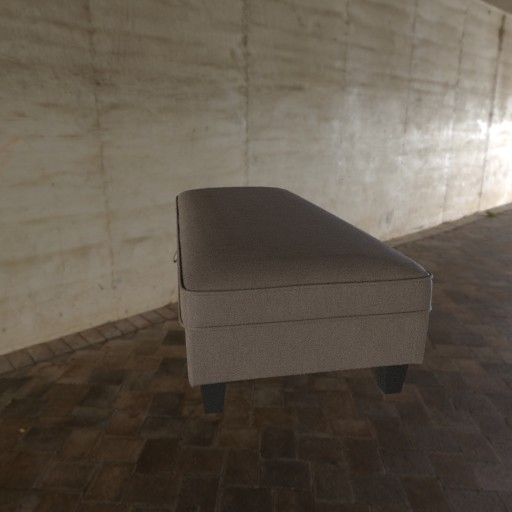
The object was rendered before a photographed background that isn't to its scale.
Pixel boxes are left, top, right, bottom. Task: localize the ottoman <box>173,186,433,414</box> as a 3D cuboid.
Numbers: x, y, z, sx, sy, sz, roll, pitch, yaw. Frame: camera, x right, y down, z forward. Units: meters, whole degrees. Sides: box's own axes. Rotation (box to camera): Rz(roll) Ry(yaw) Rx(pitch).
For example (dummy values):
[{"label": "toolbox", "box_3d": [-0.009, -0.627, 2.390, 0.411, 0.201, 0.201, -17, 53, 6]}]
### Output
[{"label": "ottoman", "box_3d": [0.000, 0.000, 2.042, 0.751, 0.470, 1.764, -3, 16, -10]}]
